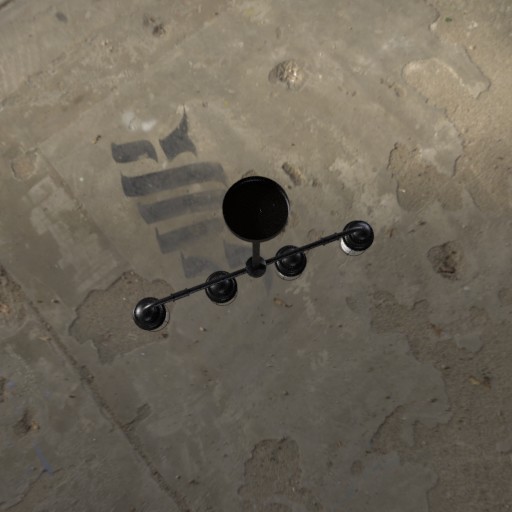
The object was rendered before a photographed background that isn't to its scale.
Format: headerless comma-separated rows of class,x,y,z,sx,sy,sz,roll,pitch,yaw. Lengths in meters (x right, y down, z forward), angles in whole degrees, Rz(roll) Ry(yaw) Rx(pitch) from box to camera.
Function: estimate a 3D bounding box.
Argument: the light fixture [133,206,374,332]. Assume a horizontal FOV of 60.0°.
light fixture,0.000,0.000,1.235,0.852,0.785,0.131,-20,77,-5
